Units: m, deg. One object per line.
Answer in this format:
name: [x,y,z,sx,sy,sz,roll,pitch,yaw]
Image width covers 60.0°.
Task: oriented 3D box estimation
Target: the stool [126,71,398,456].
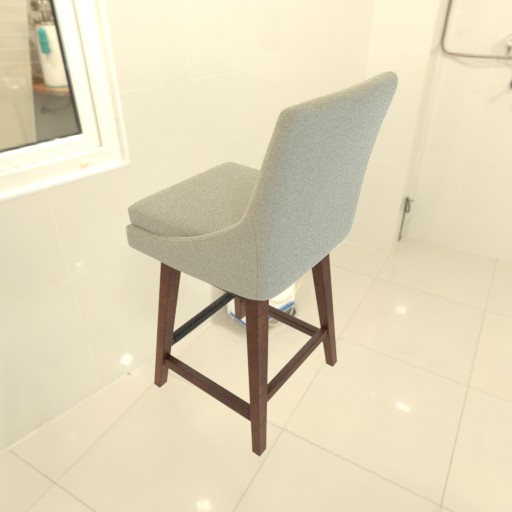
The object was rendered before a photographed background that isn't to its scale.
stool: [0.000,0.000,1.268,0.559,0.991,0.469,22,39,31]
